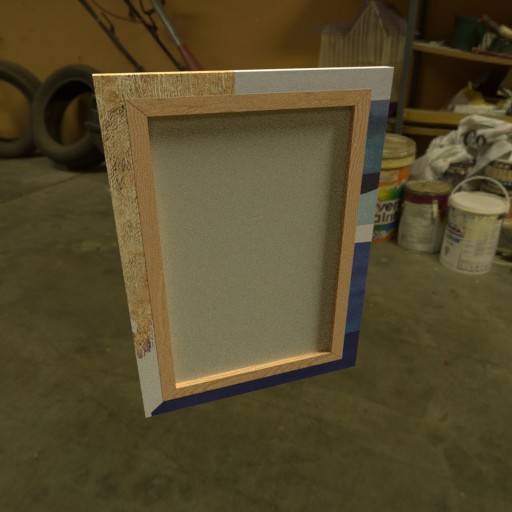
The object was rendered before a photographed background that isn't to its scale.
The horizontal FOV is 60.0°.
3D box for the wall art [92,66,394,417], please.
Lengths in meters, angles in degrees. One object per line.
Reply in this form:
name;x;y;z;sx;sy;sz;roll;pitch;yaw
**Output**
wall art;0.000;0.000;0.792;0.458;0.613;0.026;-9;28;-17
